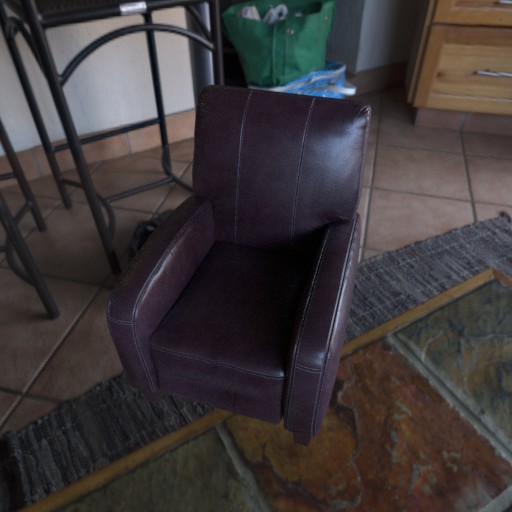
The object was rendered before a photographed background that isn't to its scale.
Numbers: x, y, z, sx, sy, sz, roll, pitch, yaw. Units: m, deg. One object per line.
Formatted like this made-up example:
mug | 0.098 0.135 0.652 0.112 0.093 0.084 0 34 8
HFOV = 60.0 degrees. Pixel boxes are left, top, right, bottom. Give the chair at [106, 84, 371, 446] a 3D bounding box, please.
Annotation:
chair | 0.000 0.000 1.691 0.762 0.990 0.990 11 43 12
